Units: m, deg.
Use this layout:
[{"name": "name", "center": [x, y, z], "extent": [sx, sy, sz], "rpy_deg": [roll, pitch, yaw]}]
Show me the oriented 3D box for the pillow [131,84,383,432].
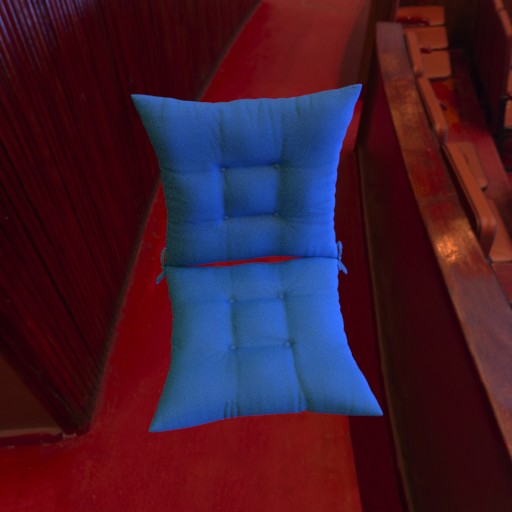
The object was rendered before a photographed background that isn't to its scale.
[{"name": "pillow", "center": [0.000, 0.000, 0.985], "extent": [0.541, 0.536, 0.585], "rpy_deg": [-3, 47, -3]}]
